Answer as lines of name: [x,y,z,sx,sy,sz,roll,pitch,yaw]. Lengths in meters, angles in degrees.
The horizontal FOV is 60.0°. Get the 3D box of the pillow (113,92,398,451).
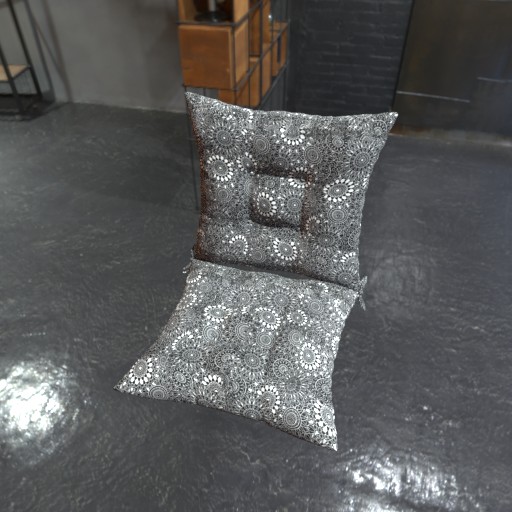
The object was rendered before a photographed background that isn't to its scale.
pillow: [0.000,0.000,1.011,0.541,0.536,0.585,11,41,12]
